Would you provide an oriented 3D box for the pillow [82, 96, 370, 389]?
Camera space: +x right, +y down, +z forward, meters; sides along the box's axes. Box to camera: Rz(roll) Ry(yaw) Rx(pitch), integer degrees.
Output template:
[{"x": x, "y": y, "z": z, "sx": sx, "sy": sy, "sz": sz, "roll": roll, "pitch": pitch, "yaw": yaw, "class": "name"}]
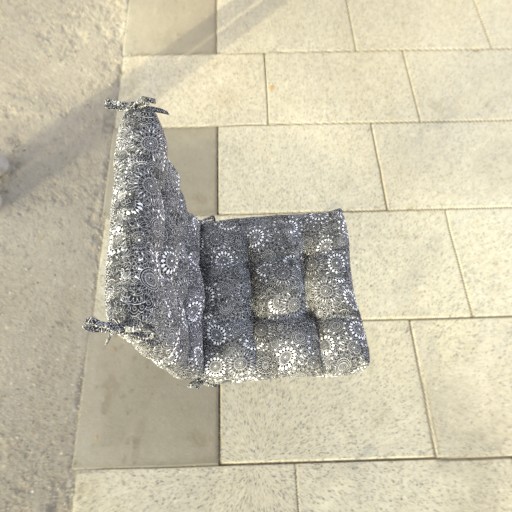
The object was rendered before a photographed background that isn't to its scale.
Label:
[{"x": 0.000, "y": 0.000, "z": 1.034, "sx": 0.571, "sy": 0.605, "sz": 0.519, "roll": -4, "pitch": 65, "yaw": -2, "class": "pillow"}]
